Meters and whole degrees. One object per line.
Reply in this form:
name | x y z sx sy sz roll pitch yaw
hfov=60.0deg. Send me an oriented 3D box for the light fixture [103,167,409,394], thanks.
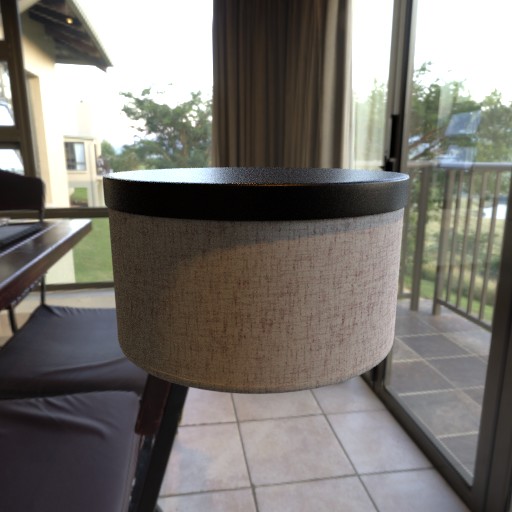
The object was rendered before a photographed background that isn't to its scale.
light fixture | 0.000 0.000 0.619 0.389 0.229 0.389 0 13 0
